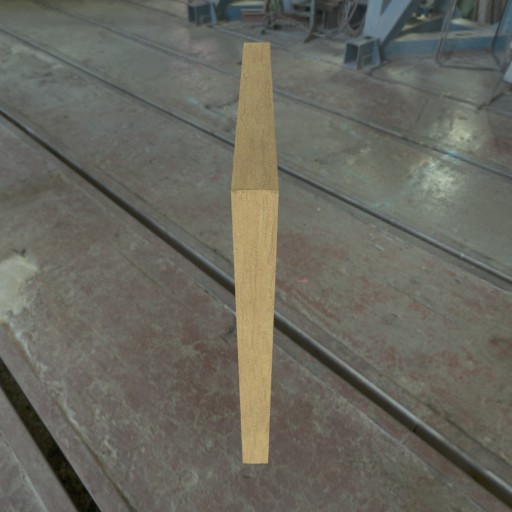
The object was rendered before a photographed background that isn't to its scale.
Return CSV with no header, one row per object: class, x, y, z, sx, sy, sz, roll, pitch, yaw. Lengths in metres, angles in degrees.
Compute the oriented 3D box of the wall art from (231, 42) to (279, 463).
wall art,0.000,0.000,0.517,0.030,0.380,0.312,0,41,0
